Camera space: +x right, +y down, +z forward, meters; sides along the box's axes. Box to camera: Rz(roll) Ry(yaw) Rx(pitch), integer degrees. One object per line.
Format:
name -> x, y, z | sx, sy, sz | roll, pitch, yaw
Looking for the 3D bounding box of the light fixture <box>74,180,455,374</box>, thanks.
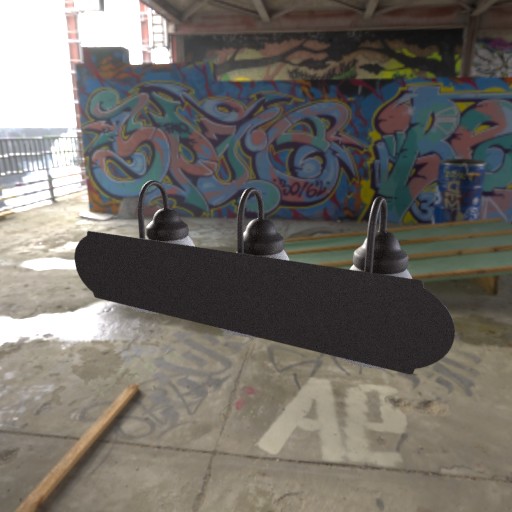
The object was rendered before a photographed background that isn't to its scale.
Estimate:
light fixture -> 0.000, 0.000, 0.710 | 0.610, 0.222, 0.199 | 9, 18, 27
